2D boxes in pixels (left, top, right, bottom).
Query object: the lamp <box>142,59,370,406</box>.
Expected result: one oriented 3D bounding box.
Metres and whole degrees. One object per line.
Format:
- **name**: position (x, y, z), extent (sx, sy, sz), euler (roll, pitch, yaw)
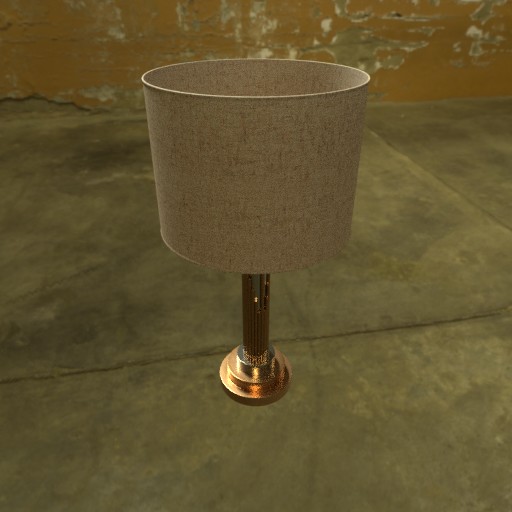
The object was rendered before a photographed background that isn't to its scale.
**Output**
- **lamp**: position (0.000, 0.000, 0.793), extent (0.321, 0.610, 0.321), euler (20, 36, 29)
